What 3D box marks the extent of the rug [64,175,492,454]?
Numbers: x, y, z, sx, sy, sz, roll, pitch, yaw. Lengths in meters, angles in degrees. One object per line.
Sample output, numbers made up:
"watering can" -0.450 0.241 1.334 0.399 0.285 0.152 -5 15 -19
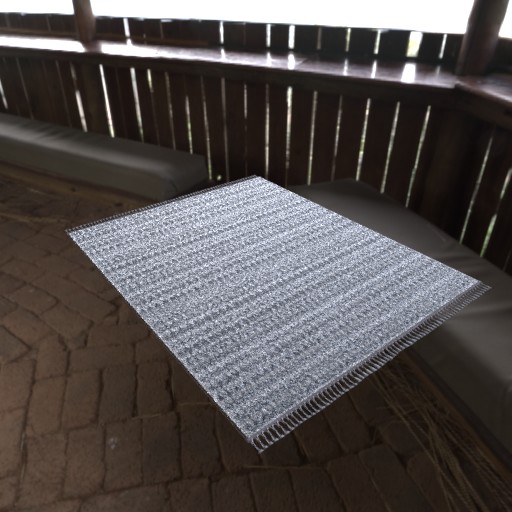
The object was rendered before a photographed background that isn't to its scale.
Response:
"rug" 0.000 0.000 3.729 2.256 0.013 2.910 -22 38 -32
